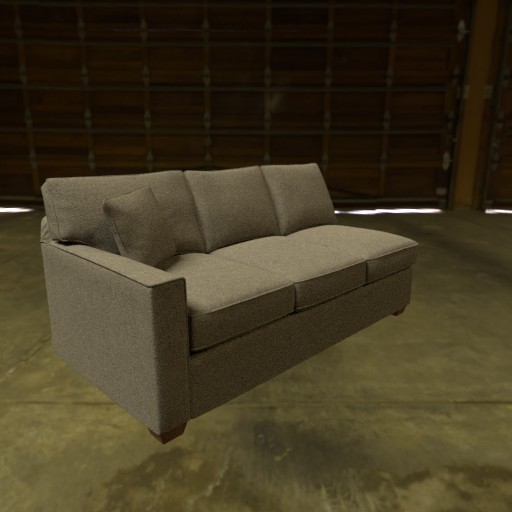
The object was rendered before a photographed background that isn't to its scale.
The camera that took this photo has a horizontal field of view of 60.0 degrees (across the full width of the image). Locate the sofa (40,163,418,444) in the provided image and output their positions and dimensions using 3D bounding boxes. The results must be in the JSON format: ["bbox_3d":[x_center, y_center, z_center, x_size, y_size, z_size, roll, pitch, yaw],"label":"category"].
[{"bbox_3d":[0.000,0.000,2.494,1.034,0.946,1.963,14,20,43],"label":"sofa"}]
